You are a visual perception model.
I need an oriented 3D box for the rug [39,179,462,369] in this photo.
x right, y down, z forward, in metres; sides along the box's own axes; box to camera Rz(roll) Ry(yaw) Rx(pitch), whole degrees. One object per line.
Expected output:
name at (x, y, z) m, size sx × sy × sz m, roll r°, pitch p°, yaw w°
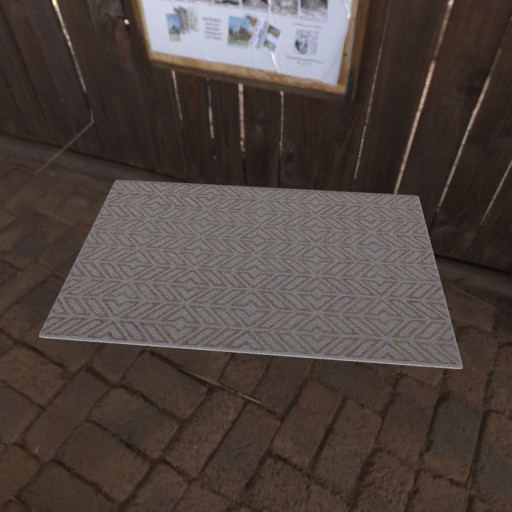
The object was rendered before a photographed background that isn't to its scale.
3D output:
rug at (0.000, 0.000, 3.049) m, size 2.438 × 0.008 × 1.523 m, roll 4°, pitch 47°, yaw 3°
